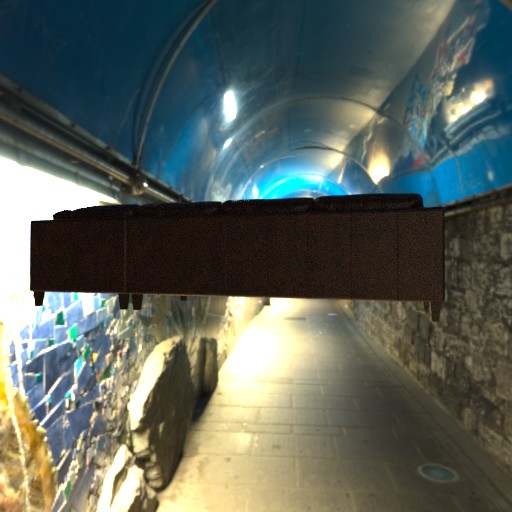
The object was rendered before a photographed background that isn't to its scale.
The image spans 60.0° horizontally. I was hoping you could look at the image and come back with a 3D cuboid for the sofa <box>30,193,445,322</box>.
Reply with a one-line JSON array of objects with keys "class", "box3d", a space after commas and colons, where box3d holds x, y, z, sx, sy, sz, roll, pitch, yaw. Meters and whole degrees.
[{"class": "sofa", "box3d": [0.000, 0.000, 4.307, 3.152, 0.836, 2.438, 0, 0, 17]}]
